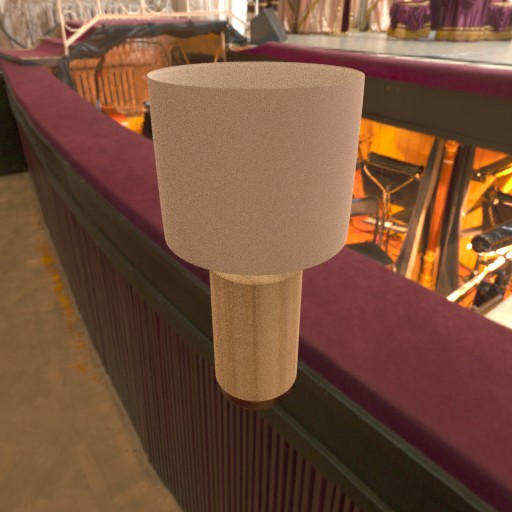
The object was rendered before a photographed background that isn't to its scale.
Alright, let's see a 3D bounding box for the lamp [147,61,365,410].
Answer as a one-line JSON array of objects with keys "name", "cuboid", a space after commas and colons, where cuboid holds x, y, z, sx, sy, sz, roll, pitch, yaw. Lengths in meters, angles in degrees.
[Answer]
[{"name": "lamp", "cuboid": [0.000, 0.000, 0.577, 0.228, 0.444, 0.228, -21, 35, -33]}]
